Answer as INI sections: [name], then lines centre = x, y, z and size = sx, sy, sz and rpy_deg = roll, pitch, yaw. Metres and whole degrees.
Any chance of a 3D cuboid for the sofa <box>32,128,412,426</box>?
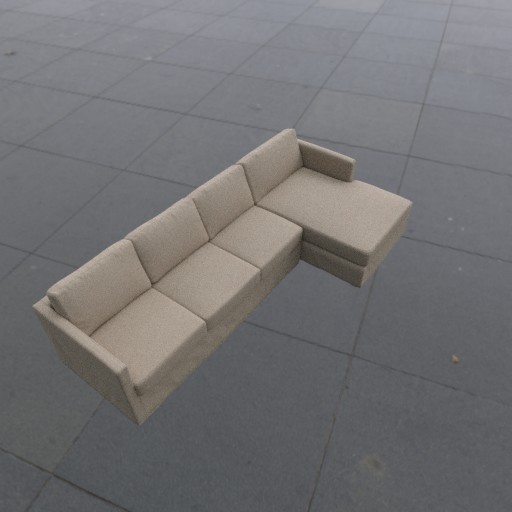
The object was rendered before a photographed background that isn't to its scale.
[sofa]
centre = 0.000, 0.000, 3.881
size = 1.622, 0.867, 3.177
rpy_deg = 27, 50, 26
